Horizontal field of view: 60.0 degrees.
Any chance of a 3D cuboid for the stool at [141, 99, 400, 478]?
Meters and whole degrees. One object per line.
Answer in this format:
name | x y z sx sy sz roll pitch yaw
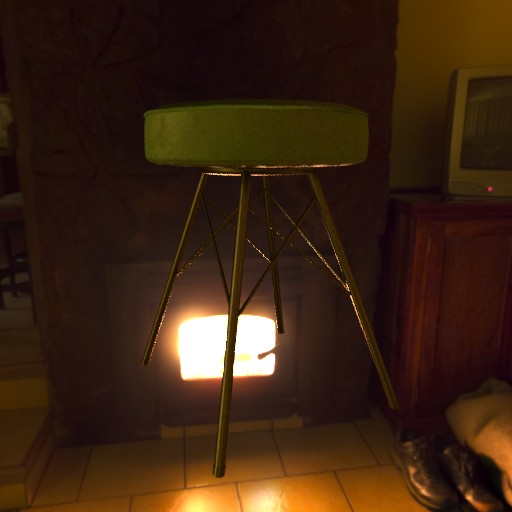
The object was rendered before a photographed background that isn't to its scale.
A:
stool | 0.000 0.000 0.931 0.430 0.595 0.457 -7 15 -28
